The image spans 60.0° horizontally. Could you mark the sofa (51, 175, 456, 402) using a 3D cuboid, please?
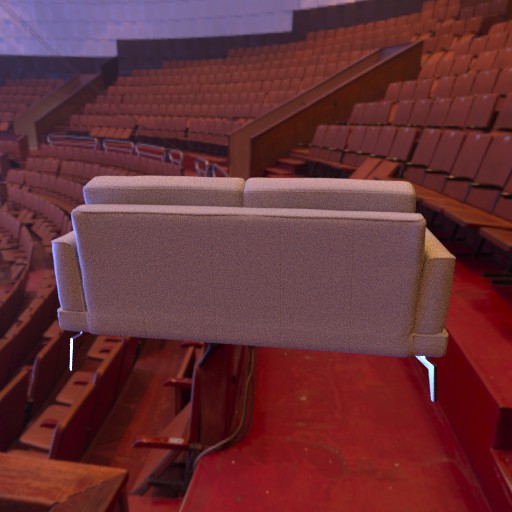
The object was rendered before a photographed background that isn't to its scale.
[{"bbox_3d":[0.000,0.000,2.430,1.819,0.930,1.121,2,17,8],"label":"sofa"}]
